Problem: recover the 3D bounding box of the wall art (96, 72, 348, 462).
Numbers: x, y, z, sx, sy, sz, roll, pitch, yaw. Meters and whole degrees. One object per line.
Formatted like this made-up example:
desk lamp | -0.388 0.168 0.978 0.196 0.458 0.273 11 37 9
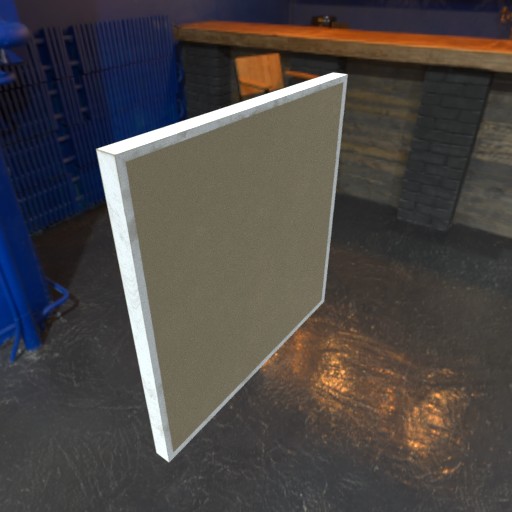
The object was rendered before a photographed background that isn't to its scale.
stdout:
wall art | 0.000 0.000 0.749 0.029 0.506 0.508 21 38 30
